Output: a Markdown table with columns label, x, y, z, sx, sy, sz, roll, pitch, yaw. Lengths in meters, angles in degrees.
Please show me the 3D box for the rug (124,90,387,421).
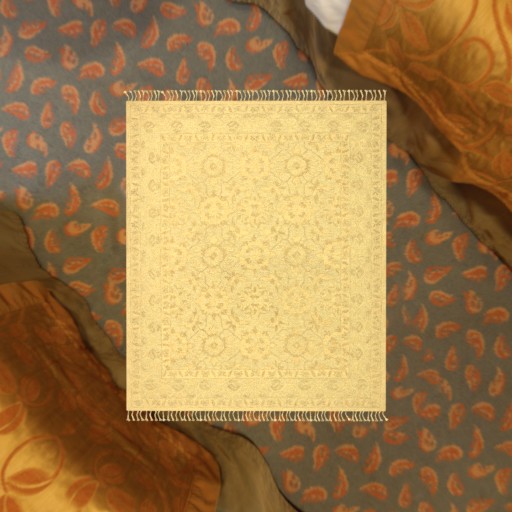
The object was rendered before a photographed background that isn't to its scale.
| label | x | y | z | sx | sy | sz | roll | pitch | yaw |
| --- | --- | --- | --- | --- | --- | --- | --- | --- | --- |
| rug | 0.000 | 0.000 | 4.071 | 2.444 | 0.013 | 3.043 | 0 | 90 | 0 |
